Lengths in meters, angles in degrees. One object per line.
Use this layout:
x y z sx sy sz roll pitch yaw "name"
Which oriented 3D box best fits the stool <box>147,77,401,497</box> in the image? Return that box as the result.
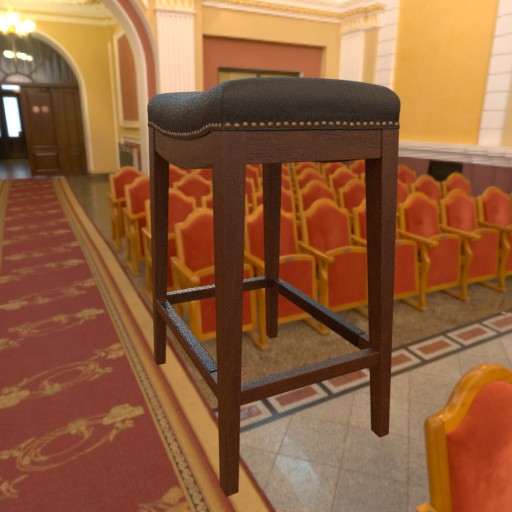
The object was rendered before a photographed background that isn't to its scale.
0.000 0.000 0.927 0.353 0.664 0.490 -8 19 -25 "stool"
